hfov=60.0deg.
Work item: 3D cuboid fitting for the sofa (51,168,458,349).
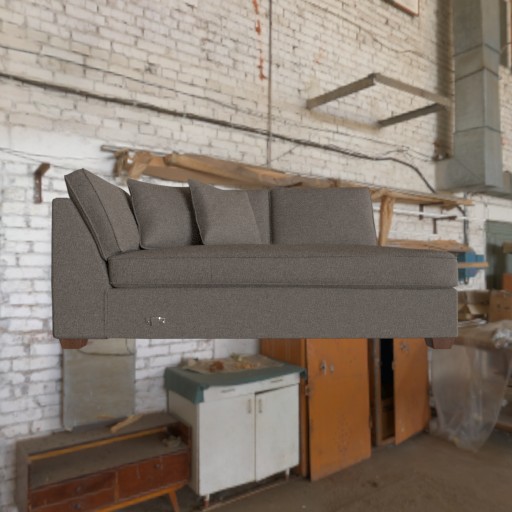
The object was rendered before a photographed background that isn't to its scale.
[{"bbox_3d":[0.000,0.000,2.912,2.237,1.033,1.110,0,-1,-1],"label":"sofa"}]
